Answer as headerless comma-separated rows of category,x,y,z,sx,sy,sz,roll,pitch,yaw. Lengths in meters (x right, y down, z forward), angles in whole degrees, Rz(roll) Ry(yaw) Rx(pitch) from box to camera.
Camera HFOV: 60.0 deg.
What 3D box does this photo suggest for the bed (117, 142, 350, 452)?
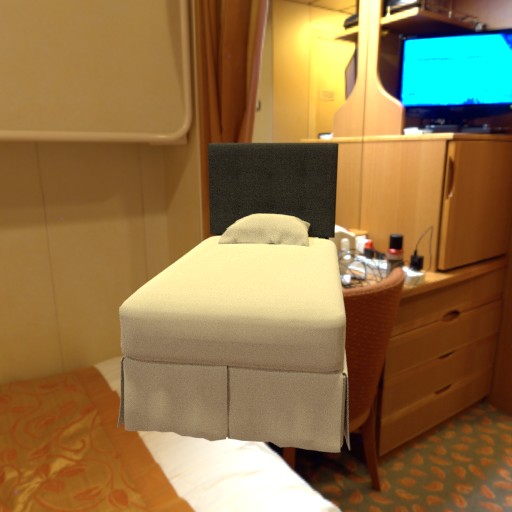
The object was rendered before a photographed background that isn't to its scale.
bed,0.000,0.000,3.097,1.261,1.571,1.997,2,13,8
